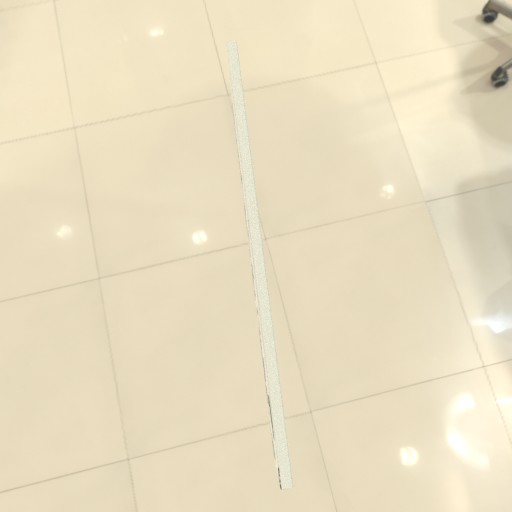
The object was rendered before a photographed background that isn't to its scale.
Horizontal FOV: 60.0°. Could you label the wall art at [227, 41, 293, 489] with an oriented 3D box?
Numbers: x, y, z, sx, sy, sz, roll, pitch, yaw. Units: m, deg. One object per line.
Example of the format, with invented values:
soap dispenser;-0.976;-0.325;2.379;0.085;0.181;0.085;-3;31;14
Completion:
wall art;0.000;0.000;1.706;0.039;0.507;1.520;-7;76;-2
